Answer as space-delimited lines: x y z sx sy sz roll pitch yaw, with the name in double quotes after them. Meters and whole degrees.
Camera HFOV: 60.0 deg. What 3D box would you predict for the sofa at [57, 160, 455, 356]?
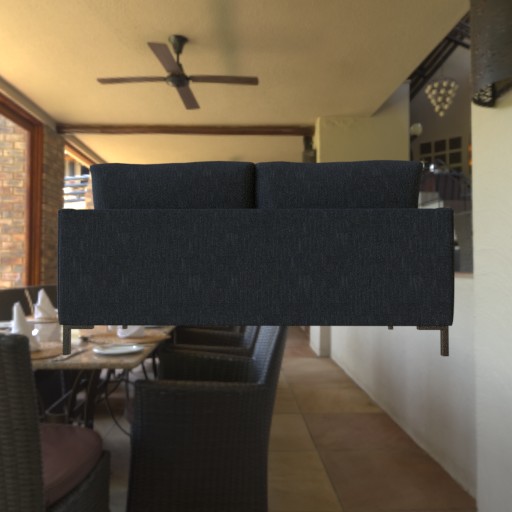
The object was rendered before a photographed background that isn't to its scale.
0.000 0.000 2.298 1.716 0.862 0.866 0 -1 1 "sofa"
